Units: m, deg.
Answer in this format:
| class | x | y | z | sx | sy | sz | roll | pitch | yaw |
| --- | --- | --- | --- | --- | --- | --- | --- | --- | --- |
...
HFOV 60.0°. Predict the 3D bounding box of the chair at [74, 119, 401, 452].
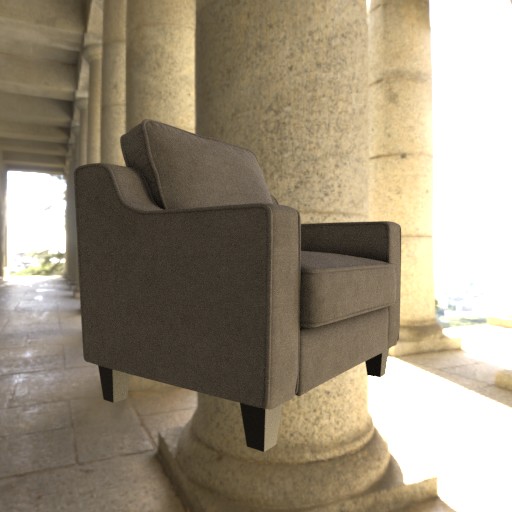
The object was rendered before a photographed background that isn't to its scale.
| class | x | y | z | sx | sy | sz | roll | pitch | yaw |
| --- | --- | --- | --- | --- | --- | --- | --- | --- | --- |
| chair | 0.000 | 0.000 | 1.606 | 0.840 | 0.944 | 0.926 | 1 | 1 | 36 |
